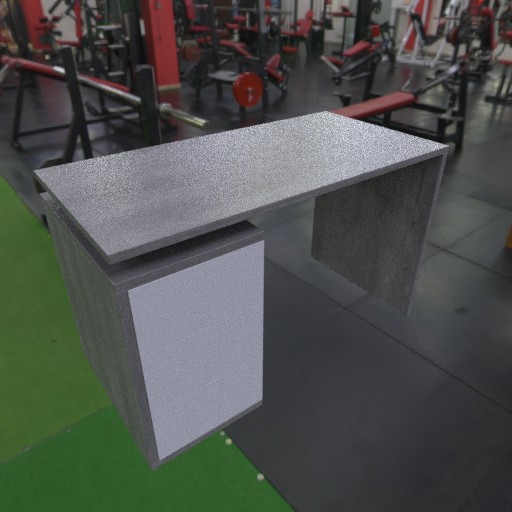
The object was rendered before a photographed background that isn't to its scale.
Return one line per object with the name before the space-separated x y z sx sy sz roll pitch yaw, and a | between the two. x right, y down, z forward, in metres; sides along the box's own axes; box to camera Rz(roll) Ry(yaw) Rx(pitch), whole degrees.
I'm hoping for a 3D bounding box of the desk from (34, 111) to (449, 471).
desk | 0.000 0.000 1.609 1.200 0.740 0.600 -21 38 -30
